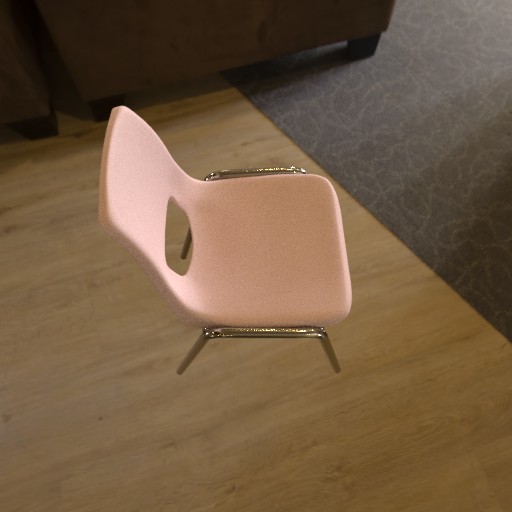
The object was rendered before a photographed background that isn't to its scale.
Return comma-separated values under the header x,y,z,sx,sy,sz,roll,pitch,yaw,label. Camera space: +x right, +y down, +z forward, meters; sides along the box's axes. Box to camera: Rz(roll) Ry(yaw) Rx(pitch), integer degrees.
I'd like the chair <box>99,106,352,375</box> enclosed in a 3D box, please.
x,y,z,sx,sy,sz,roll,pitch,yaw,label
0.000,0.000,0.935,0.436,0.704,0.381,-2,65,-1,chair
